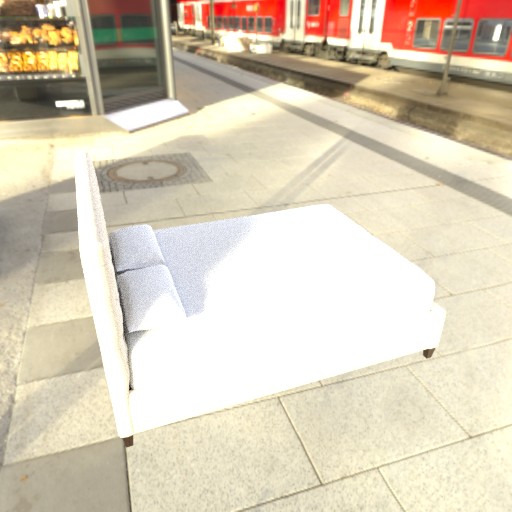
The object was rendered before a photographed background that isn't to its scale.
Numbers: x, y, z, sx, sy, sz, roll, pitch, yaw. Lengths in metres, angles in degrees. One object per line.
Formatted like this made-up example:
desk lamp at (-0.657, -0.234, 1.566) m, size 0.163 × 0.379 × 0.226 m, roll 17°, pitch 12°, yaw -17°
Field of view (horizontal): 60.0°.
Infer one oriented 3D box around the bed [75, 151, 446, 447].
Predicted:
bed at (0.000, 0.000, 3.436) m, size 2.387 × 1.427 × 1.698 m, roll -10°, pitch 30°, yaw -18°
